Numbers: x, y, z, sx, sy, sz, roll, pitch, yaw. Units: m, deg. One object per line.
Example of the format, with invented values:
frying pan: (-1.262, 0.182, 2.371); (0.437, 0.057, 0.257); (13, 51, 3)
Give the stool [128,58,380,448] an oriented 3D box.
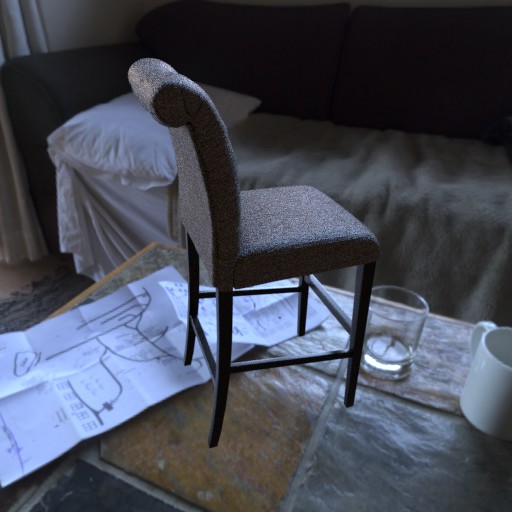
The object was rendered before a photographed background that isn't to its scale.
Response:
stool: (0.000, 0.000, 1.400); (0.613, 1.131, 0.452); (-10, 32, -17)
